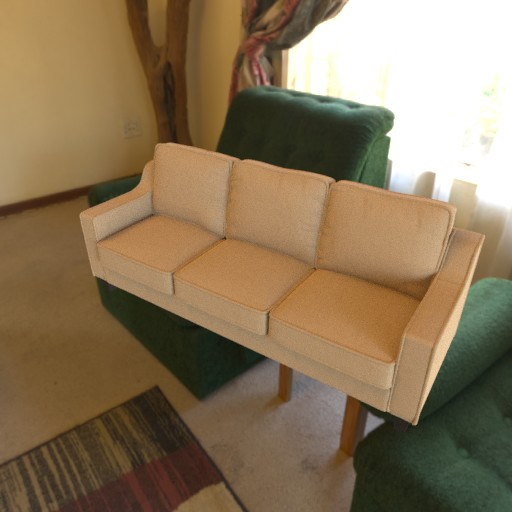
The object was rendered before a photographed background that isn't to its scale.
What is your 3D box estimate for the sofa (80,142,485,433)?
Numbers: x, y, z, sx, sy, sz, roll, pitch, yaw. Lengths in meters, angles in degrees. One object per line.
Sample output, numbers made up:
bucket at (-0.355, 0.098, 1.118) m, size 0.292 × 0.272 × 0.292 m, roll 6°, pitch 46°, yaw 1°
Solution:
sofa at (0.000, 0.000, 2.499) m, size 2.131 × 0.902 × 0.791 m, roll 19°, pitch 35°, yaw 29°
